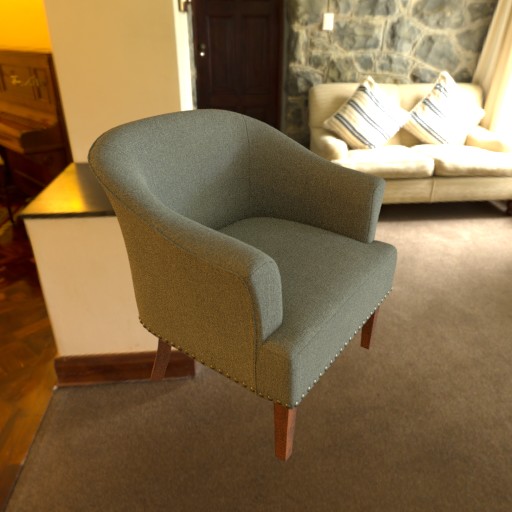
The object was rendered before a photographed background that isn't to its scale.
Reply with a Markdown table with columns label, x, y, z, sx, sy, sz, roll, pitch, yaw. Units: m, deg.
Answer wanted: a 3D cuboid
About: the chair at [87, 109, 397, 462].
| label | x | y | z | sx | sy | sz | roll | pitch | yaw |
| --- | --- | --- | --- | --- | --- | --- | --- | --- | --- |
| chair | 0.000 | 0.000 | 1.408 | 0.704 | 0.815 | 0.798 | 18 | 32 | 31 |
